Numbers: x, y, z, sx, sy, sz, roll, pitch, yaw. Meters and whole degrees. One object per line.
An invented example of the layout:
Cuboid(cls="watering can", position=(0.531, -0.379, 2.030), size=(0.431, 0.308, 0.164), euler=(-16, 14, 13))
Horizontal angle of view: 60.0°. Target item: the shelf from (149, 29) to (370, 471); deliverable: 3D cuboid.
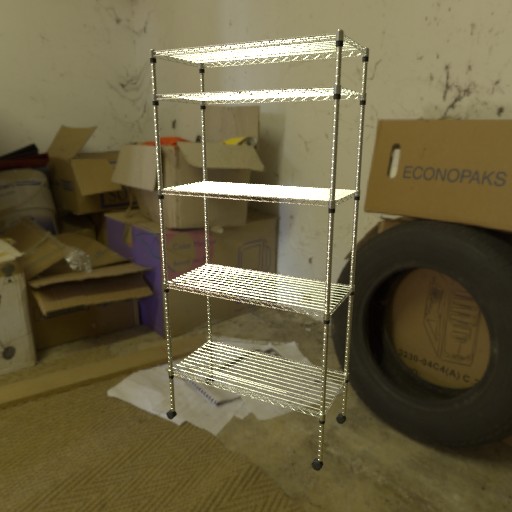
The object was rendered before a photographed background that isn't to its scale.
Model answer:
Cuboid(cls="shelf", position=(0.000, 0.000, 1.852), size=(0.762, 1.587, 0.356), euler=(8, 17, 26))
